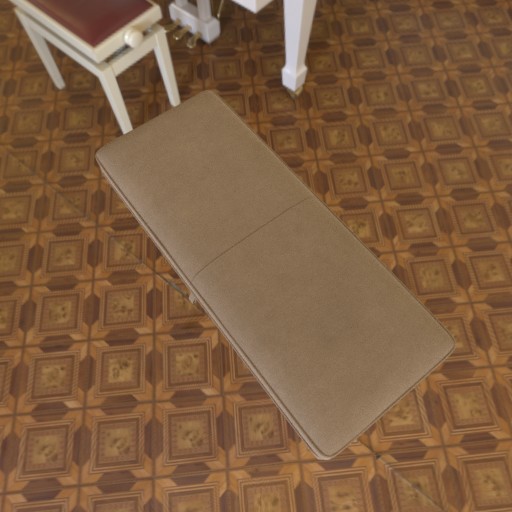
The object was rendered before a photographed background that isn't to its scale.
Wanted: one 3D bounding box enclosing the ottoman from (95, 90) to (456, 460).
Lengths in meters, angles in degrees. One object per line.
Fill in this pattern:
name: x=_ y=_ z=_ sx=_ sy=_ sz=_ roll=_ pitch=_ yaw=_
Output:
ottoman: x=0.000 y=0.000 z=2.076 sx=0.735 sy=0.460 sz=1.726 roll=-35 pitch=70 yaw=-15
